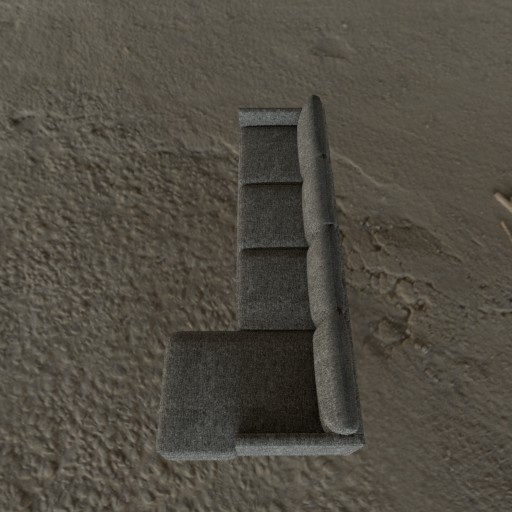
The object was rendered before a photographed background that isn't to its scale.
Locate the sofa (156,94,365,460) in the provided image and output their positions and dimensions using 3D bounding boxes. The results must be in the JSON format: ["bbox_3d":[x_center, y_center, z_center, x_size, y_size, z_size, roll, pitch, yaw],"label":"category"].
[{"bbox_3d":[0.000,0.000,4.089,1.488,0.970,3.384,0,60,0],"label":"sofa"}]
